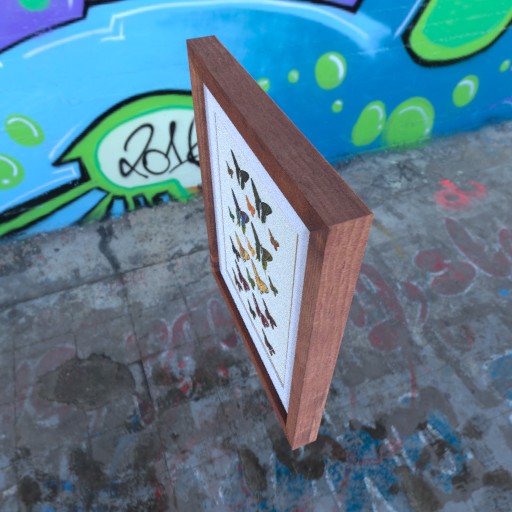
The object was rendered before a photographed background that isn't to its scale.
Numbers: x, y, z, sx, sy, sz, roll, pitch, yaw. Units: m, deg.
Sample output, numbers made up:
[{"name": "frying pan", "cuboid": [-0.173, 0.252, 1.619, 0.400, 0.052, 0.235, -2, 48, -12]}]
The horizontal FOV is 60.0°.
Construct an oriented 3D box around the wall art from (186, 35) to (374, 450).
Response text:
[{"name": "wall art", "cuboid": [0.000, 0.000, 0.614, 0.039, 0.449, 0.377, -17, 49, -15]}]
